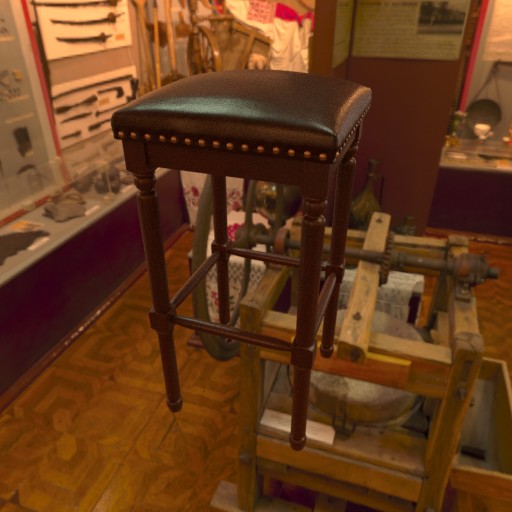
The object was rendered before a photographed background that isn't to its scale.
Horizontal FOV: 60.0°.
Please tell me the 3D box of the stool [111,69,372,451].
[{"bbox_3d":[0.000,0.000,0.994,0.382,0.768,0.383,10,32,17],"label":"stool"}]
